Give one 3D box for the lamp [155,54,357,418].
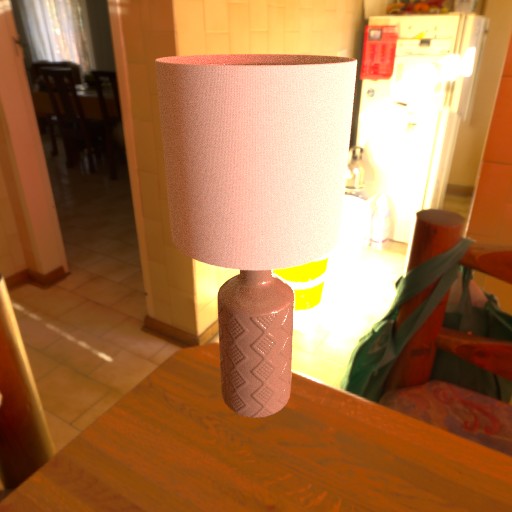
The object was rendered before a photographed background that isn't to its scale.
[{"bbox_3d":[0.000,0.000,0.566,0.207,0.461,0.207,0,27,0],"label":"lamp"}]
